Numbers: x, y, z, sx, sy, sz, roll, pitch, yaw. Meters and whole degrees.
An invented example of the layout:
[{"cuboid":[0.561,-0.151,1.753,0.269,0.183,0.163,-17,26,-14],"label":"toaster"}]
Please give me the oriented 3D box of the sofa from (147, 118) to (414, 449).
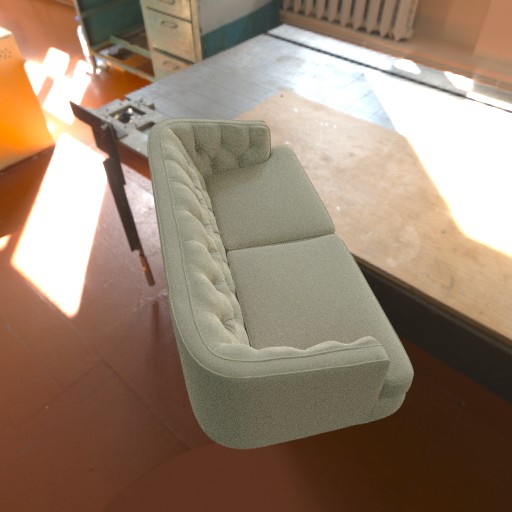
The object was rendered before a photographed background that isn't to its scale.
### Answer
[{"cuboid":[0.000,0.000,2.290,0.941,0.855,1.733,-10,47,-10],"label":"sofa"}]
